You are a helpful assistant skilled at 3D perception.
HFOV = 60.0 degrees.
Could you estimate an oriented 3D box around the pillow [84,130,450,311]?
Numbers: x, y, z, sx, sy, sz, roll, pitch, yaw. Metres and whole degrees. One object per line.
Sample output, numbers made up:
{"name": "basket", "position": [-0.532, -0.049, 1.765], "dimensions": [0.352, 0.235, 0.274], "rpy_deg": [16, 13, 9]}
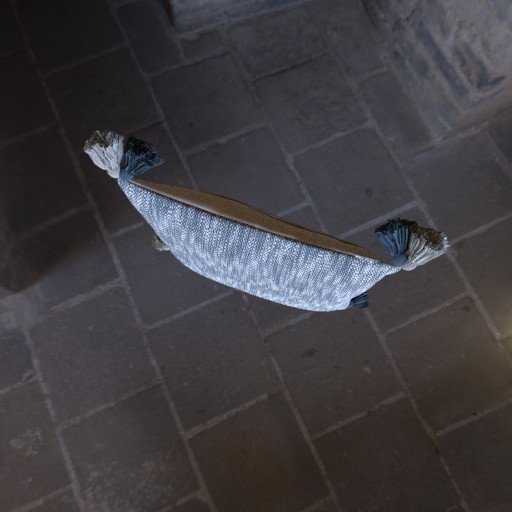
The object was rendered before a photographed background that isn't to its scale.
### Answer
{"name": "pillow", "position": [0.000, 0.000, 0.928], "dimensions": [0.614, 0.634, 0.138], "rpy_deg": [18, 78, 4]}
